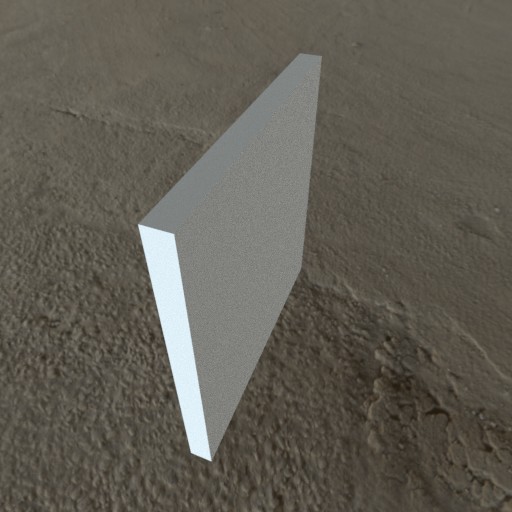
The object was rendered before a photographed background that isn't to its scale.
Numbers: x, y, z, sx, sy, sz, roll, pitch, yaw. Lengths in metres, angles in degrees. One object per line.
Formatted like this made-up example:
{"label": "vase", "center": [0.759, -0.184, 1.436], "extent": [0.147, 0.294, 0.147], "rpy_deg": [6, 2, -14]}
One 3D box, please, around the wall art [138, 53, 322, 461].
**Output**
{"label": "wall art", "center": [0.000, 0.000, 0.533], "extent": [0.027, 0.355, 0.355], "rpy_deg": [15, 45, 16]}
